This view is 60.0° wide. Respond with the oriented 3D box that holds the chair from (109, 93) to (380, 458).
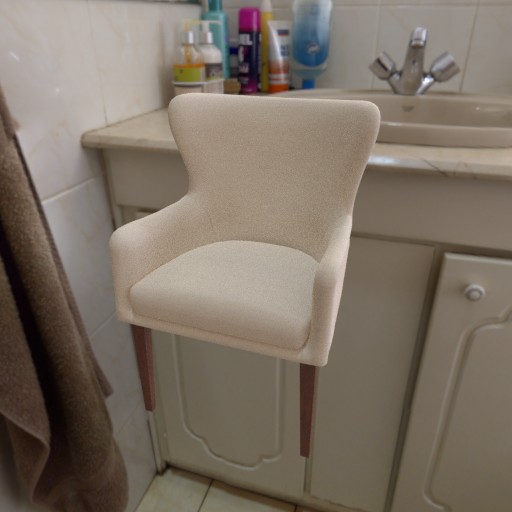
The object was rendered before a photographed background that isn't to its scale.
[{"bbox_3d":[0.000,0.000,1.516,0.696,0.990,0.744,9,28,17],"label":"chair"}]
